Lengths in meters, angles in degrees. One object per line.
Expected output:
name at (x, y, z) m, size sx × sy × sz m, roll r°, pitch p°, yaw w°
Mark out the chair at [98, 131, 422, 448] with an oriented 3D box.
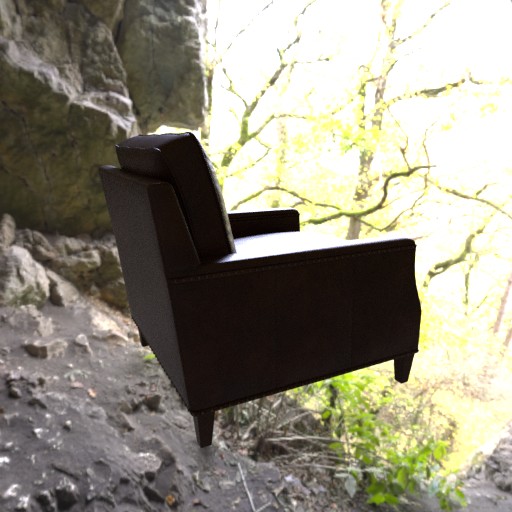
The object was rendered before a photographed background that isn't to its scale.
chair at (0.000, 0.000, 1.743) m, size 1.014 × 0.929 × 0.853 m, roll -7°, pitch 16°, yaw -26°
